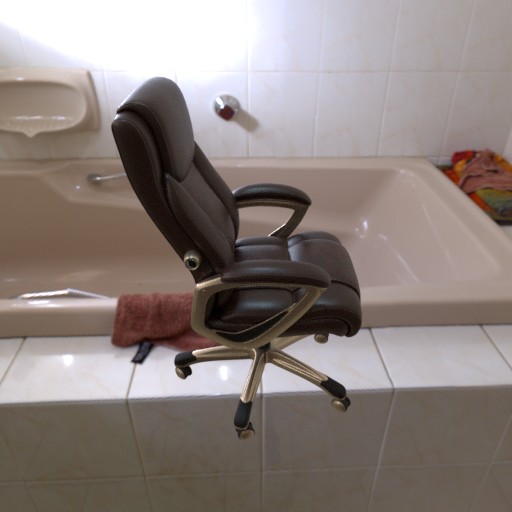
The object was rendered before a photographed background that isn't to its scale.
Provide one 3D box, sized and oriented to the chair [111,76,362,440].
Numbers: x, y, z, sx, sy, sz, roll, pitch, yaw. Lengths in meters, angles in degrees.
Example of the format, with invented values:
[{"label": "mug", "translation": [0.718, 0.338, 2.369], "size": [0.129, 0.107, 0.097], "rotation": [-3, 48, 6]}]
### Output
[{"label": "chair", "translation": [0.000, 0.000, 1.619], "size": [0.749, 1.194, 0.692], "rotation": [0, 32, 0]}]
